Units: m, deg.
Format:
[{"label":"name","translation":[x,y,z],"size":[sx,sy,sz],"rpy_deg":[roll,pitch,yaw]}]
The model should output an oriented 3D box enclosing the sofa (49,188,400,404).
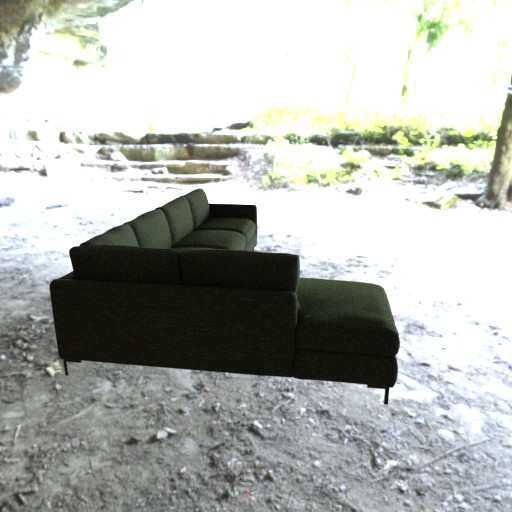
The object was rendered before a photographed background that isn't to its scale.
[{"label":"sofa","translation":[0.000,0.000,3.847],"size":[2.007,0.815,2.949],"rpy_deg":[2,16,8]}]
